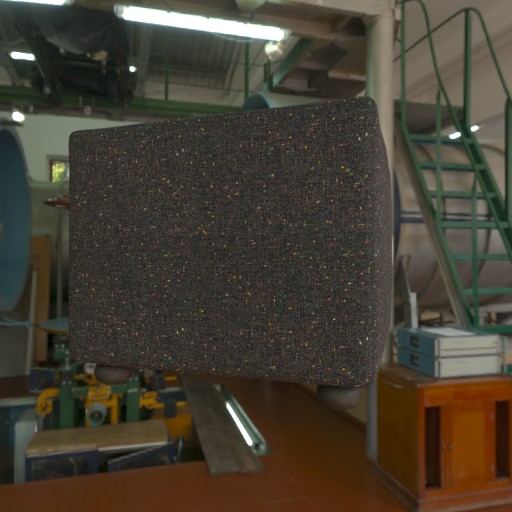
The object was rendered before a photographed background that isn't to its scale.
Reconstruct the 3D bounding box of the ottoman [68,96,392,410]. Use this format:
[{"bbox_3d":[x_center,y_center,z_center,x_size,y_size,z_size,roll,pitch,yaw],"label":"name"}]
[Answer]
[{"bbox_3d":[0.000,0.000,0.877,0.508,0.432,0.508,0,0,19],"label":"ottoman"}]
